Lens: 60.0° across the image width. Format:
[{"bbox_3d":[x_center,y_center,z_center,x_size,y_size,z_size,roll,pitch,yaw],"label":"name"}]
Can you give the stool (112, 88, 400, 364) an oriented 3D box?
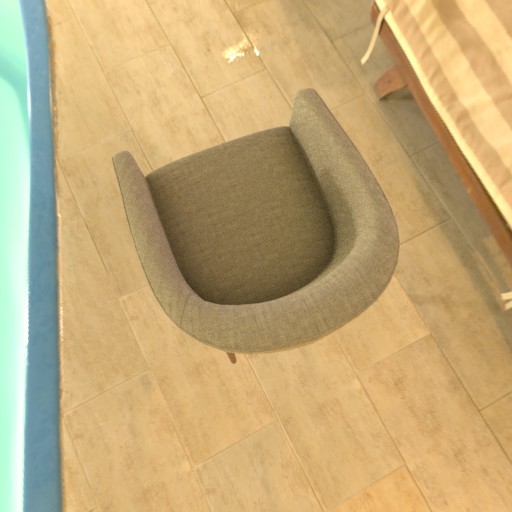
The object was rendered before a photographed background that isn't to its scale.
[{"bbox_3d":[0.000,0.000,1.353,0.559,0.952,0.635,-21,75,-6],"label":"stool"}]
